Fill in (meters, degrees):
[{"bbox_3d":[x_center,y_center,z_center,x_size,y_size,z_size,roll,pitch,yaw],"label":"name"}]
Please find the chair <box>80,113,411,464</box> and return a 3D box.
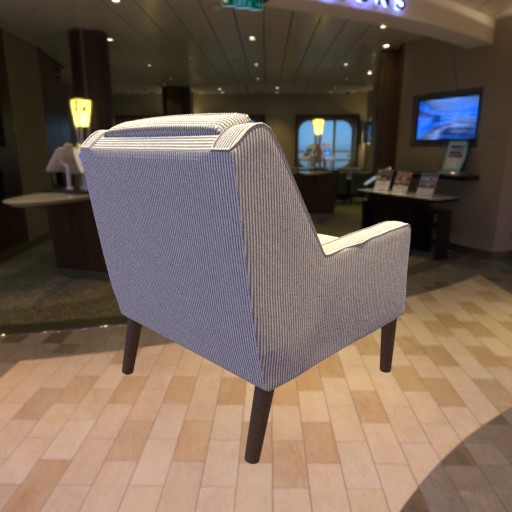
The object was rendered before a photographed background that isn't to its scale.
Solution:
[{"bbox_3d":[0.000,0.000,1.339,0.743,0.792,0.663,-14,20,-43],"label":"chair"}]
